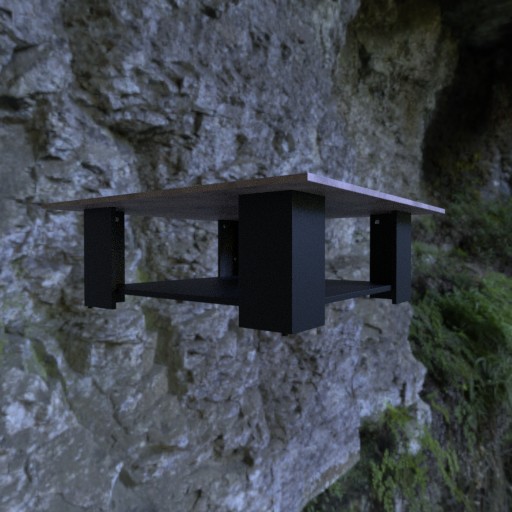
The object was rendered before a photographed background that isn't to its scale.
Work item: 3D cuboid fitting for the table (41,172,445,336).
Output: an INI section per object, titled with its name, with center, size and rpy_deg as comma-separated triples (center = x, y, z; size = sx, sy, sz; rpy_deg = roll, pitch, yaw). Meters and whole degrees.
[table]
center = 0.000, 0.000, 1.377
size = 0.890, 0.305, 0.890
rpy_deg = 1, 1, 37
